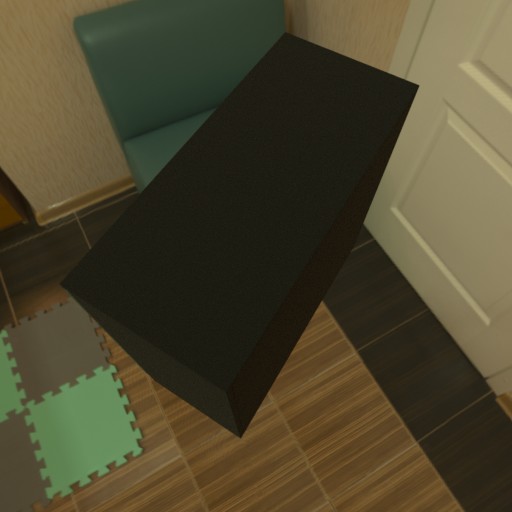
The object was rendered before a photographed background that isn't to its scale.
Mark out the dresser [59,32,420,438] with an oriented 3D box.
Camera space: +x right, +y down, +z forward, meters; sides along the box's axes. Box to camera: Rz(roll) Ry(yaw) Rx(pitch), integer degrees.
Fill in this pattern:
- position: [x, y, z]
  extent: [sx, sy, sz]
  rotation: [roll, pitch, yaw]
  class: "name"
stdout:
- position: [0.000, 0.000, 1.163]
  extent: [0.360, 0.720, 0.750]
  rotation: [29, 66, 14]
  class: "dresser"
